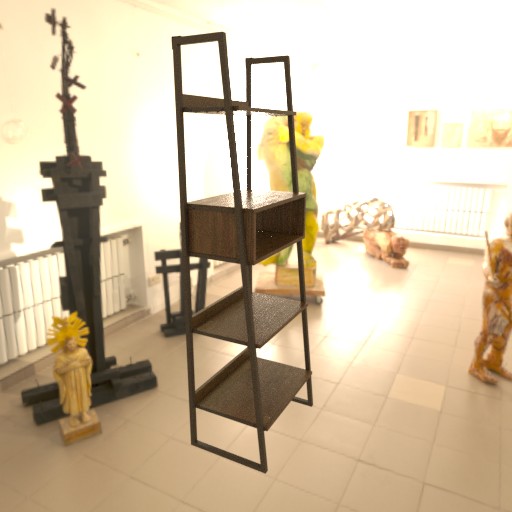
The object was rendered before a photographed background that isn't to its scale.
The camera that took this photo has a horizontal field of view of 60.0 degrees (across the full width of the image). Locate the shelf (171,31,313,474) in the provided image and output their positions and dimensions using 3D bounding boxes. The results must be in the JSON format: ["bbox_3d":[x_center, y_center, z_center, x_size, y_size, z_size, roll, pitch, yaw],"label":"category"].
[{"bbox_3d":[0.000,0.000,2.289,0.454,2.005,0.652,8,18,27],"label":"shelf"}]
